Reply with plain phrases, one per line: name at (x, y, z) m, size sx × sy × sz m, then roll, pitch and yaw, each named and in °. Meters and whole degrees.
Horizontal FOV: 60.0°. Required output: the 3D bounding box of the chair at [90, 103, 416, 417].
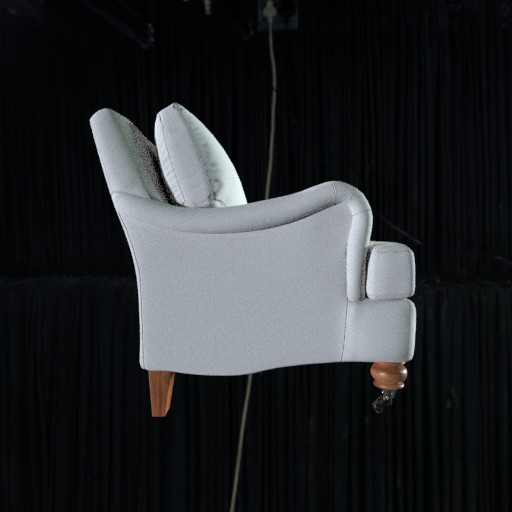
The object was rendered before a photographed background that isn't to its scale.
chair at (0.000, 0.000, 1.850) m, size 1.070 × 1.038 × 0.955 m, roll 0°, pitch 1°, yaw 1°
